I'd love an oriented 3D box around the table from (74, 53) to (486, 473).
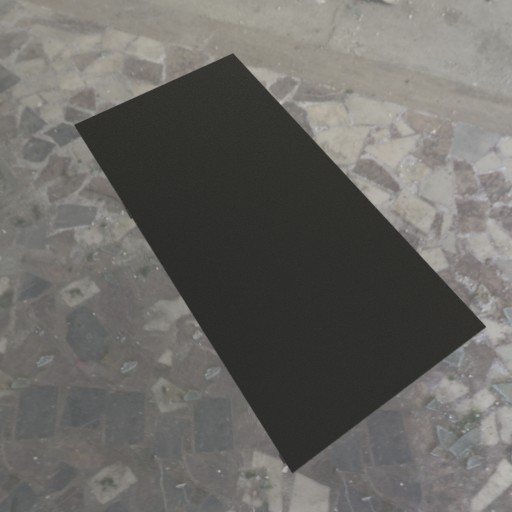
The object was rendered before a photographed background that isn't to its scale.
[{"bbox_3d":[0.000,0.000,1.311,0.523,0.470,1.044,-31,67,-14],"label":"table"}]
